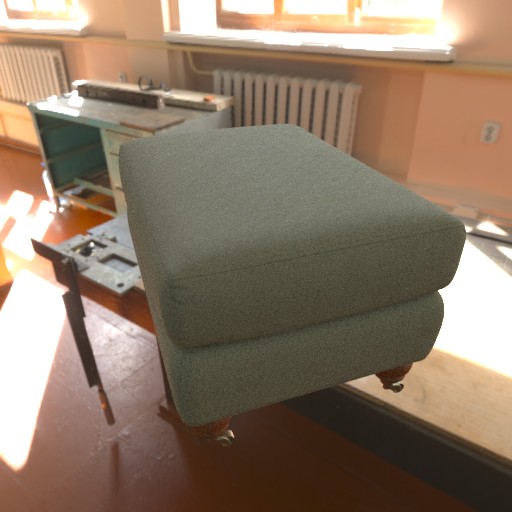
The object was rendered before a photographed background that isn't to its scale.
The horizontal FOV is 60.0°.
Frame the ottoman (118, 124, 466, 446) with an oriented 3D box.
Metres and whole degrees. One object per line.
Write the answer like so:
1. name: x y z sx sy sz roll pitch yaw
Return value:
1. ottoman: 0.000 0.000 1.112 0.569 0.504 0.773 -10 32 -17
